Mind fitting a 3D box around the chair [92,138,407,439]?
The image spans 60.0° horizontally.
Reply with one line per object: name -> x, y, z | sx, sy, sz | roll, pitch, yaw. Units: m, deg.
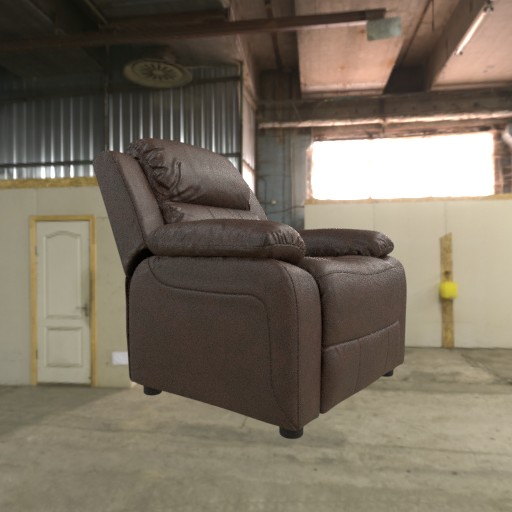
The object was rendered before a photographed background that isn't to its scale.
chair -> 0.000, 0.000, 1.249 | 0.707, 0.702, 0.680 | 1, 1, 36
